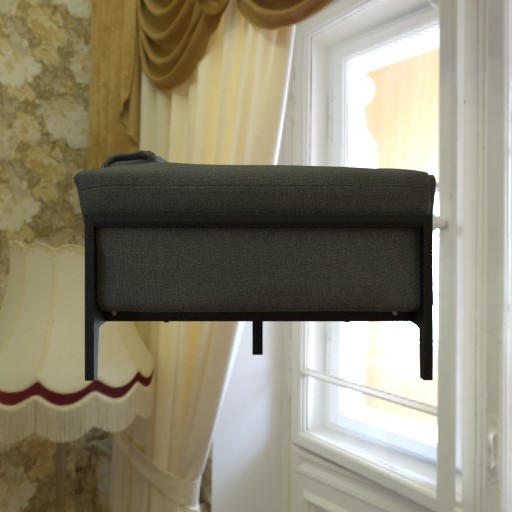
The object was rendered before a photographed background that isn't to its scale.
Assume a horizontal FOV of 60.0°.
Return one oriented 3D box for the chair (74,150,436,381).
[{"bbox_3d":[0.000,0.000,1.665,0.969,0.646,1.056,0,0,0],"label":"chair"}]
